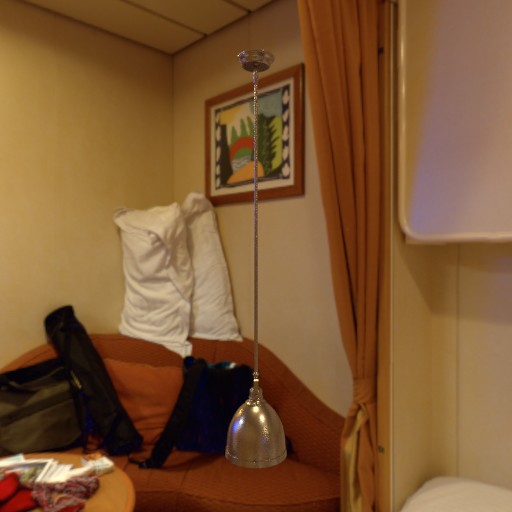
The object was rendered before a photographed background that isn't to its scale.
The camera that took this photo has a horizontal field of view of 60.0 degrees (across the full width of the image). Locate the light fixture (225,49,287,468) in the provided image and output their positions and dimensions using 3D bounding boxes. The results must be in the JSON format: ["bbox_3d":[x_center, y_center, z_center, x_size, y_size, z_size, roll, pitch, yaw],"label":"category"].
[{"bbox_3d":[0.000,0.000,1.530,0.211,1.367,0.217,0,0,-1],"label":"light fixture"}]
